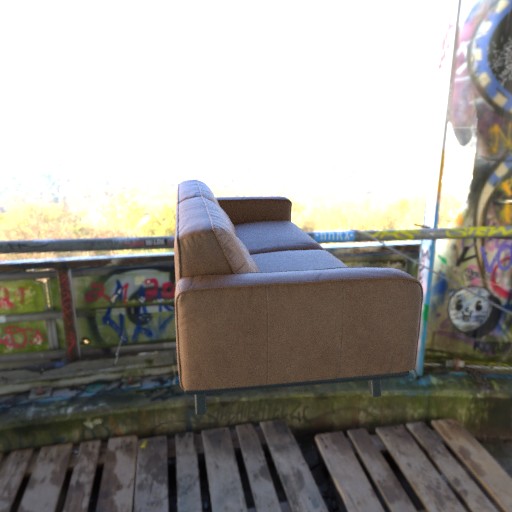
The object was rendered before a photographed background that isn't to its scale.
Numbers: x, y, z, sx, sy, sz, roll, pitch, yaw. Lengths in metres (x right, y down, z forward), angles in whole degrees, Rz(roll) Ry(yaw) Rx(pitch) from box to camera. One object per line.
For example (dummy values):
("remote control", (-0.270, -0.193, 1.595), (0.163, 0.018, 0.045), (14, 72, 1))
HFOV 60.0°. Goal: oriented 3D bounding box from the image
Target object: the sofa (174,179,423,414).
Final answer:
("sofa", (0.000, 0.000, 2.721), (0.953, 0.780, 2.270), (-3, 16, -9))
